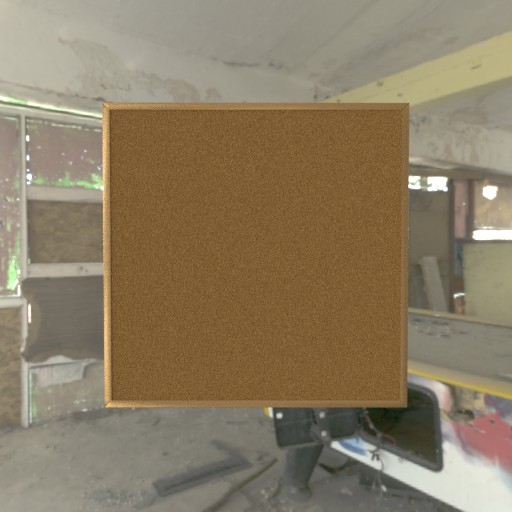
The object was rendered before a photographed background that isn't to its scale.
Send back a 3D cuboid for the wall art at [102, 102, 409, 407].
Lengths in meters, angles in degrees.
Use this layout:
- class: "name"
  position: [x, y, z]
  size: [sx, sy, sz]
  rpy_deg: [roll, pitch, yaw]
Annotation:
- class: "wall art"
  position: [0.000, 0.000, 0.752]
  size: [0.505, 0.505, 0.037]
  rpy_deg: [0, 1, 0]
